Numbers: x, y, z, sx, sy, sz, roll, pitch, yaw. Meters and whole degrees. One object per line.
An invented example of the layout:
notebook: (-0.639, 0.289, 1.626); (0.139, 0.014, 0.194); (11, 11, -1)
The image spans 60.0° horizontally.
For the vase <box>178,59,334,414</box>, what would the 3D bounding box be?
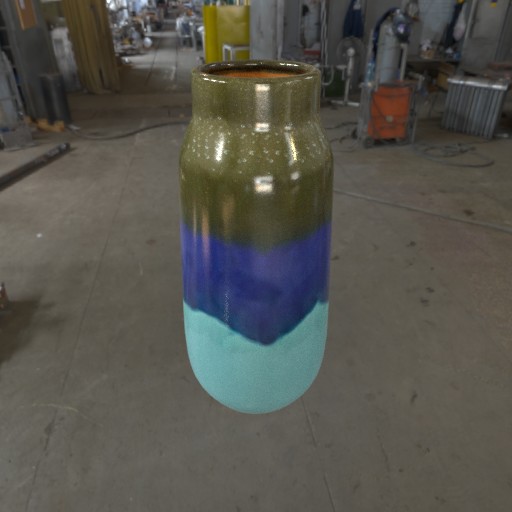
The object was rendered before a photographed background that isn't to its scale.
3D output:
vase: (0.000, 0.000, 0.396); (0.139, 0.313, 0.139); (0, 31, 0)
